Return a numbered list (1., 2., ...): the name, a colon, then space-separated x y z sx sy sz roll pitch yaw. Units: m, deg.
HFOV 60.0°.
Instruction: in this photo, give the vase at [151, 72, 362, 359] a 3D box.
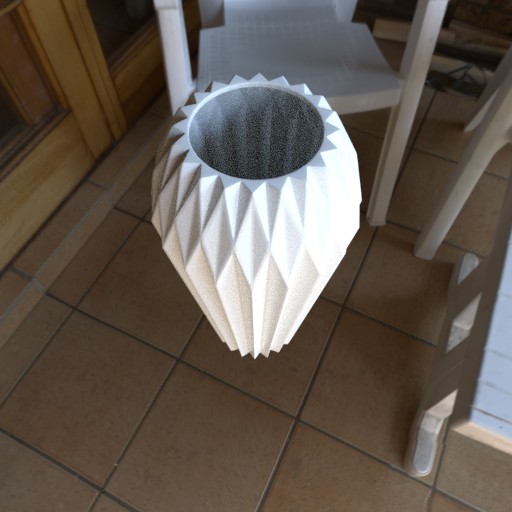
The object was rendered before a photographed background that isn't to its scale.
1. vase: 0.000 0.000 0.343 0.133 0.263 0.133 0 59 0
